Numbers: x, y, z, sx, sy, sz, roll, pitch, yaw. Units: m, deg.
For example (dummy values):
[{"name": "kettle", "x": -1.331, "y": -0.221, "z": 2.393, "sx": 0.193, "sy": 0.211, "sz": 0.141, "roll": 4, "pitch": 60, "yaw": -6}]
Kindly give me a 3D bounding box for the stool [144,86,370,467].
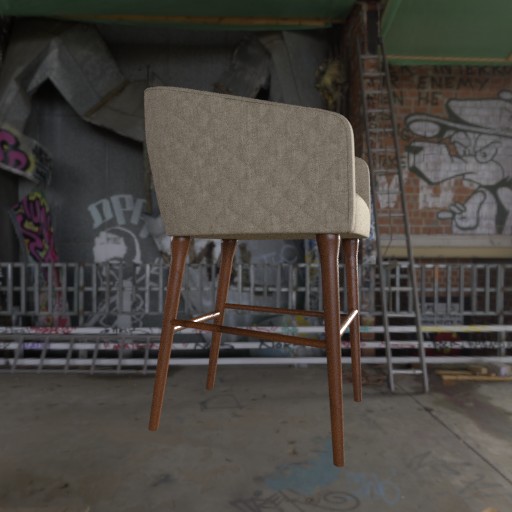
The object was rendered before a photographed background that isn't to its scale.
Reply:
[{"name": "stool", "x": 0.000, "y": 0.000, "z": 1.314, "sx": 0.635, "sy": 0.952, "sz": 0.559, "roll": 0, "pitch": 1, "yaw": 18}]
